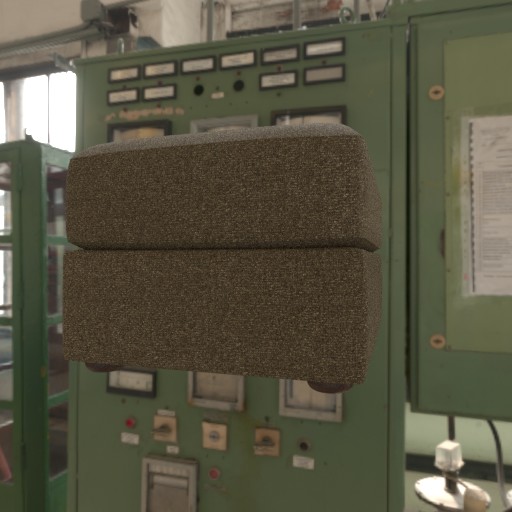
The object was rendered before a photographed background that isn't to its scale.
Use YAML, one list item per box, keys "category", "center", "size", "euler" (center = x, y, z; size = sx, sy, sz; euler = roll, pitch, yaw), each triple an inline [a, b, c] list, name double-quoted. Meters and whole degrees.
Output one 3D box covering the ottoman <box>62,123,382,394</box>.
- category: "ottoman"
  center: [0.000, 0.000, 1.117]
  size: [0.598, 0.476, 0.742]
  euler: [0, -1, 18]
